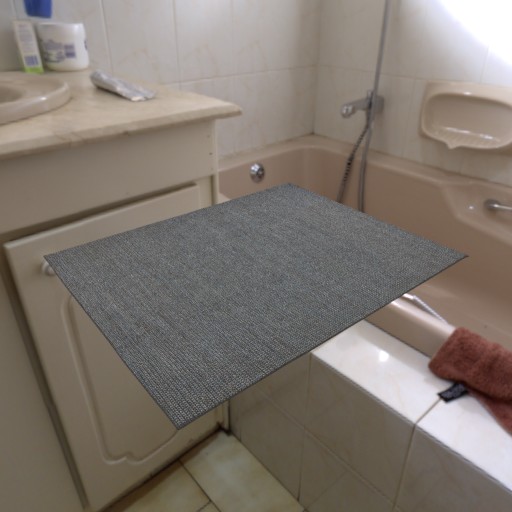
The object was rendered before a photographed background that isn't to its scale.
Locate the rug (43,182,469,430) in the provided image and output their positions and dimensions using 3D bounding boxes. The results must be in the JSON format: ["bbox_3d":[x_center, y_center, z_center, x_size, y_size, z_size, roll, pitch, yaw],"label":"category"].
[{"bbox_3d":[0.000,0.000,4.073,3.068,0.021,2.456,-22,36,-33],"label":"rug"}]
